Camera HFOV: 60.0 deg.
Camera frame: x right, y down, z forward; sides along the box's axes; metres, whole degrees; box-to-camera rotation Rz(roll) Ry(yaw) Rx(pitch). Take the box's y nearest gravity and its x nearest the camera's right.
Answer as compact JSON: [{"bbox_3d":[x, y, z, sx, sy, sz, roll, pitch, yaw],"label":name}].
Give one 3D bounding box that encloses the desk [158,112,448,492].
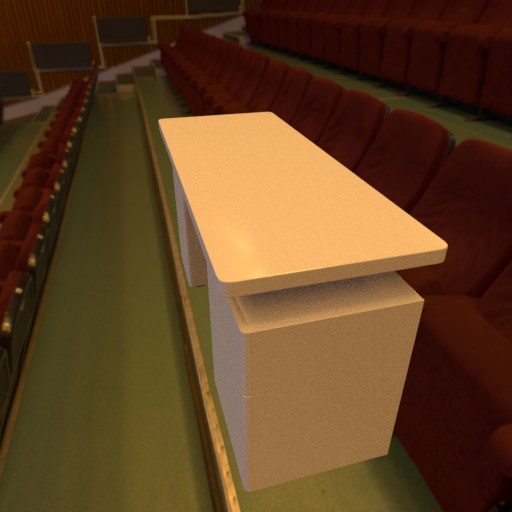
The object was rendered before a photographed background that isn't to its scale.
[{"bbox_3d":[0.000,0.000,1.733,0.550,0.762,1.400,-8,32,-14],"label":"desk"}]
